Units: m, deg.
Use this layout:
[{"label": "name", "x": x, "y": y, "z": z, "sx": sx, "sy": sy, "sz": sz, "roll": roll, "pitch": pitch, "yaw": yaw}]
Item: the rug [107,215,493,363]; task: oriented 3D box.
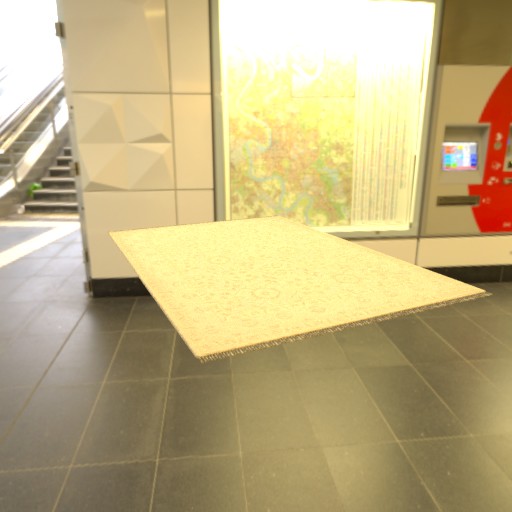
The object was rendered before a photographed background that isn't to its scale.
[{"label": "rug", "x": 0.000, "y": 0.000, "z": 2.828, "sx": 1.514, "sy": 0.011, "sz": 2.233, "roll": -8, "pitch": 18, "yaw": -25}]
